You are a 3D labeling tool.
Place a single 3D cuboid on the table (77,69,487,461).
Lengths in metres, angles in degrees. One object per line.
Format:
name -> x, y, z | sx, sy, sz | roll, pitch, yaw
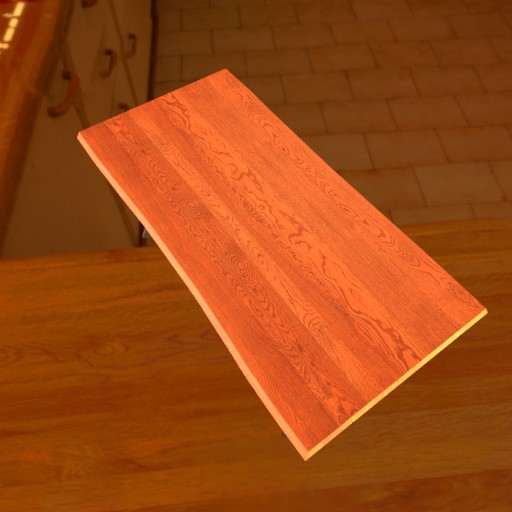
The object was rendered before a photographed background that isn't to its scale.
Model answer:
table -> 0.000, 0.000, 2.242 | 0.900, 0.770, 1.800 | -31, 63, -18
